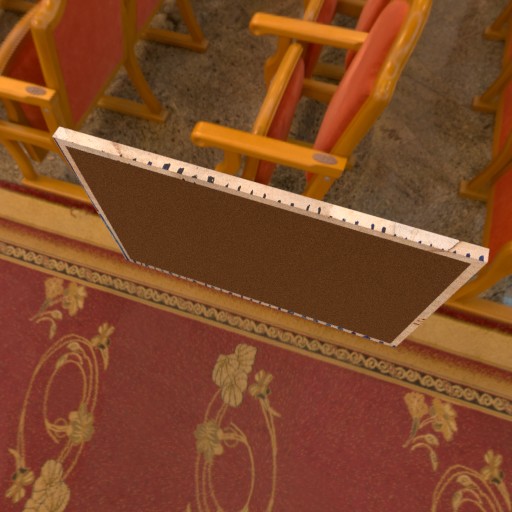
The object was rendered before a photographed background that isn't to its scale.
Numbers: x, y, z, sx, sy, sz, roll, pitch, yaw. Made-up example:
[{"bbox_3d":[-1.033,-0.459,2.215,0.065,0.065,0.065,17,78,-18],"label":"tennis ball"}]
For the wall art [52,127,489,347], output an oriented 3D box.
[{"bbox_3d":[0.000,0.000,1.166,0.919,0.609,0.030,17,65,8],"label":"wall art"}]
